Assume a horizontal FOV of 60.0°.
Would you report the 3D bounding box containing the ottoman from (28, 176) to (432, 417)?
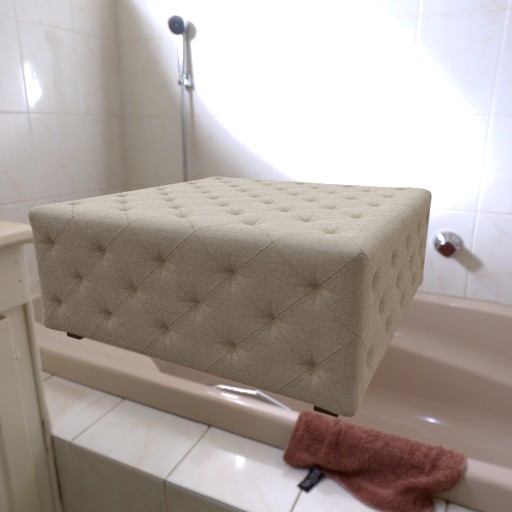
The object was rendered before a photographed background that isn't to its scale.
[{"bbox_3d":[0.000,0.000,1.580,1.028,0.439,1.028,8,18,27],"label":"ottoman"}]
